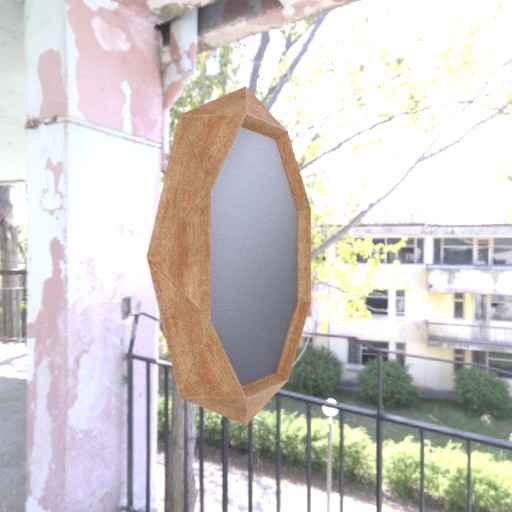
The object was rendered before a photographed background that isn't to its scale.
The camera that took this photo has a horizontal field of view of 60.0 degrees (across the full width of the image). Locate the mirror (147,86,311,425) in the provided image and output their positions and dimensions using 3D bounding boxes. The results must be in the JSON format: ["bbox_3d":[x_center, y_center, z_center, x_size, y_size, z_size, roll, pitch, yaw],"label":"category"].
[{"bbox_3d":[0.000,0.000,0.995,0.070,0.774,0.577,0,0,36],"label":"mirror"}]
